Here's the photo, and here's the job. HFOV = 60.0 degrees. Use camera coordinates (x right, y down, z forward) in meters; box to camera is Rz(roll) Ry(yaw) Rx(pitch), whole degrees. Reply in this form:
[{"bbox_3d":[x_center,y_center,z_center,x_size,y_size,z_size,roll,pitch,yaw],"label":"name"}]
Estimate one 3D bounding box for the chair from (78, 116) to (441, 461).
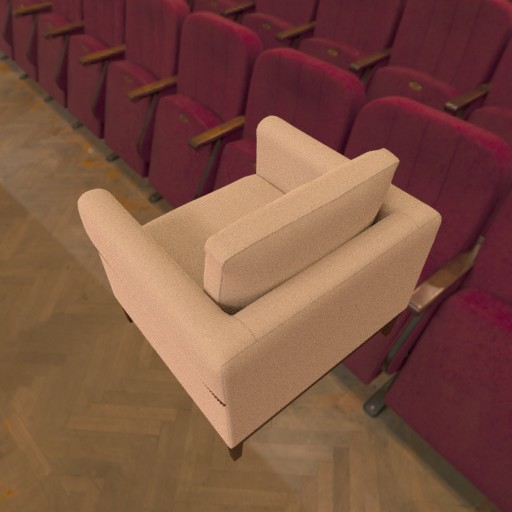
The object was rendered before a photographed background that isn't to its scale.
[{"bbox_3d":[0.000,0.000,1.725,0.982,0.915,0.896,-30,53,-26],"label":"chair"}]
